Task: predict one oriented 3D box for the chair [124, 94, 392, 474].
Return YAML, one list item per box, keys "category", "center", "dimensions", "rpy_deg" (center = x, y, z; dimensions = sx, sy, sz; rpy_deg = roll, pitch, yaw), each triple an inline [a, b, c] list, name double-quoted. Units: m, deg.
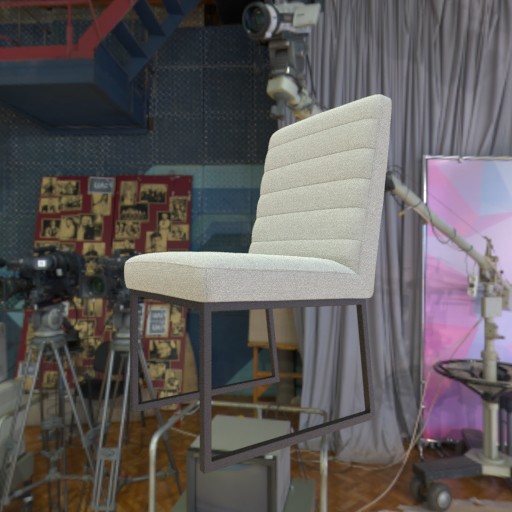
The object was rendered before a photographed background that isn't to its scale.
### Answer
- category: "chair"
  center: [0.000, 0.000, 1.307]
  dimensions: [0.634, 0.930, 0.520]
  rpy_deg: [0, 0, -35]
